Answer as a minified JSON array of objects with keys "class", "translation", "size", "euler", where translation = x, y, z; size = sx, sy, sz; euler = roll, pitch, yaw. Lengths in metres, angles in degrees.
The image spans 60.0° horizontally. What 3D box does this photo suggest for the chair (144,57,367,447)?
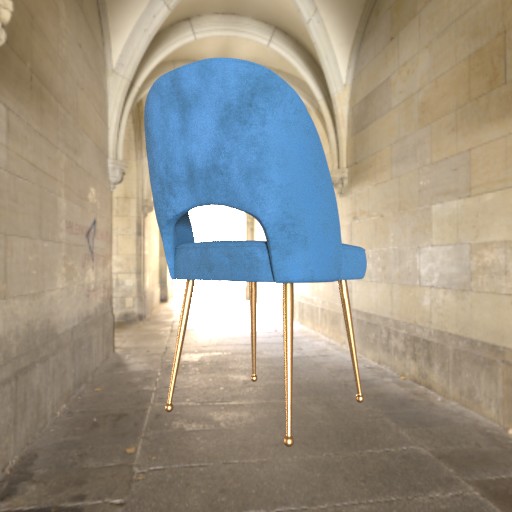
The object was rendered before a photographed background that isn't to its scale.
[{"class":"chair","translation":[0.000,0.000,1.233],"size":[0.527,0.860,0.577],"euler":[-1,-1,36]}]
